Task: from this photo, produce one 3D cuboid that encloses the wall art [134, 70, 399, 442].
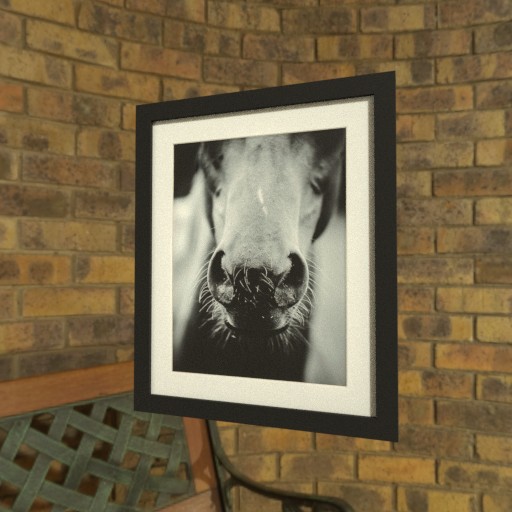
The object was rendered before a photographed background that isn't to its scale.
[{"bbox_3d":[0.000,0.000,0.753,0.457,0.559,0.033,0,-2,19],"label":"wall art"}]
